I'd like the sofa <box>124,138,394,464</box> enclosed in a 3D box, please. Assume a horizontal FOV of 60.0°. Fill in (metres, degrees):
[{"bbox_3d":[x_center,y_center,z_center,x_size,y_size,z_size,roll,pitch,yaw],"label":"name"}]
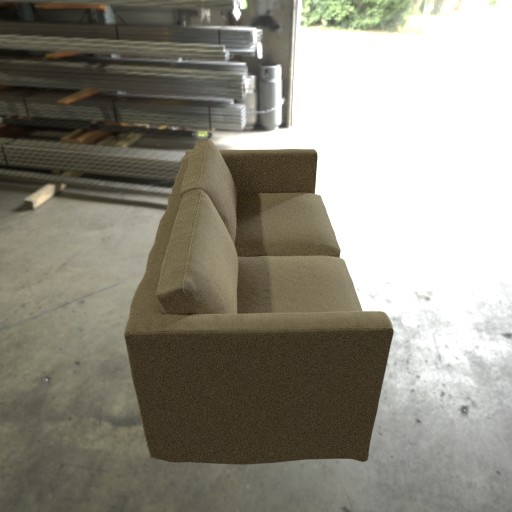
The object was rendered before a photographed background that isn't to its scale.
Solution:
[{"bbox_3d":[0.000,0.000,2.456,0.962,0.835,1.959,-1,32,-1],"label":"sofa"}]
